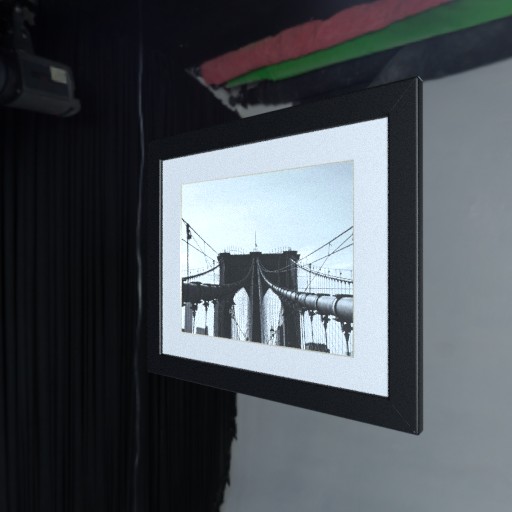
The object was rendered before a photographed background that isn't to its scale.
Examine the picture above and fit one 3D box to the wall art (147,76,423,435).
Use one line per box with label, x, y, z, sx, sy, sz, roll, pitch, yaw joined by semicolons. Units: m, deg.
wall art;0.000;0.000;0.717;0.521;0.450;0.018;0;0;37
